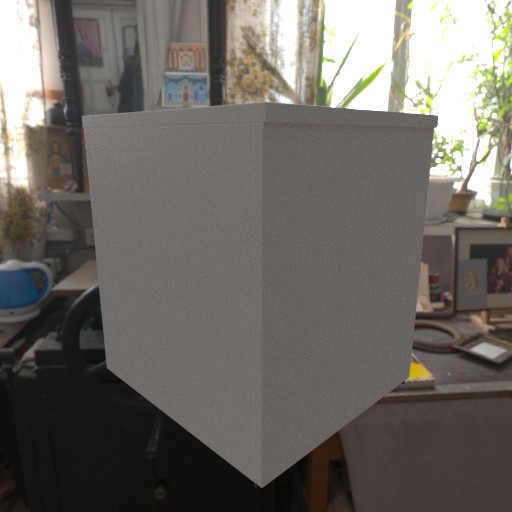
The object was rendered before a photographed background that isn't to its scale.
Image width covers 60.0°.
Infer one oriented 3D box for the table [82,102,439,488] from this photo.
[{"bbox_3d":[0.000,0.000,0.761,0.380,0.460,0.420,-14,21,-42],"label":"table"}]
